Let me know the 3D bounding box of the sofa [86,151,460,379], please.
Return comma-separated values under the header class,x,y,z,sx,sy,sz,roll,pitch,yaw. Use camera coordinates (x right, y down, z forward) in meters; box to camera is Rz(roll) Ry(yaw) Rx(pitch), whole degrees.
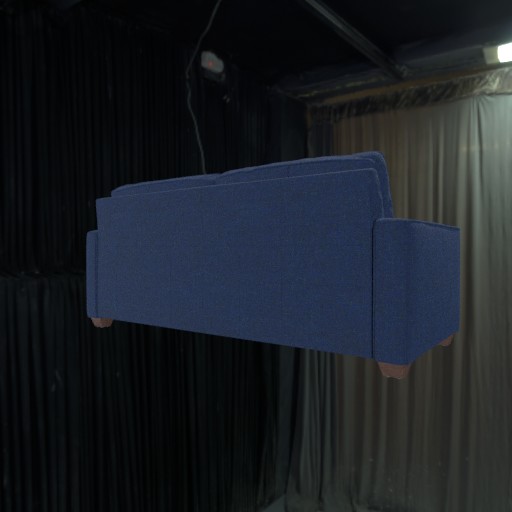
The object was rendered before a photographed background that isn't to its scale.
class,x,y,z,sx,sy,sz,roll,pitch,yaw
sofa,0.000,0.000,2.598,2.080,0.919,0.940,1,1,36
